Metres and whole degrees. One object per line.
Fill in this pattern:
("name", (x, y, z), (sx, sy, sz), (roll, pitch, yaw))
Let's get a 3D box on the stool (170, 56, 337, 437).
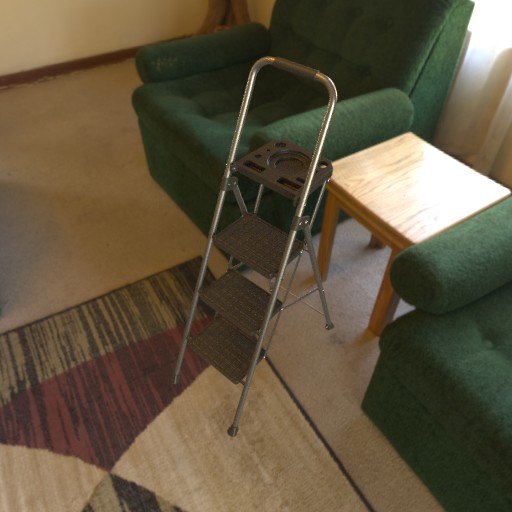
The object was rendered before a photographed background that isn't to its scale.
("stool", (0.000, 0.000, 1.608), (0.396, 1.277, 0.733), (32, 54, 27))
